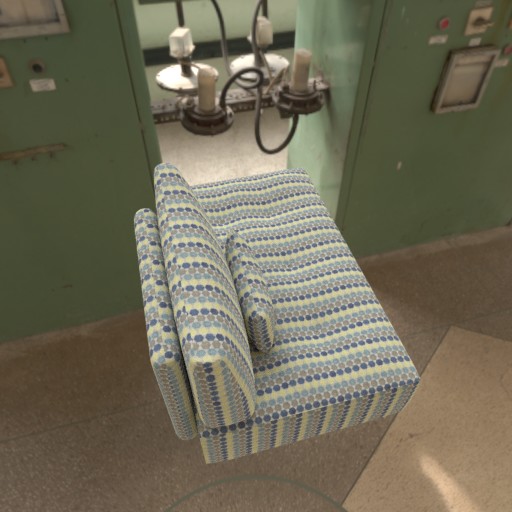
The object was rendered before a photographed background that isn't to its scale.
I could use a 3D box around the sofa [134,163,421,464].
[{"bbox_3d":[0.000,0.000,2.035,1.000,0.820,1.450,-11,49,-10],"label":"sofa"}]
